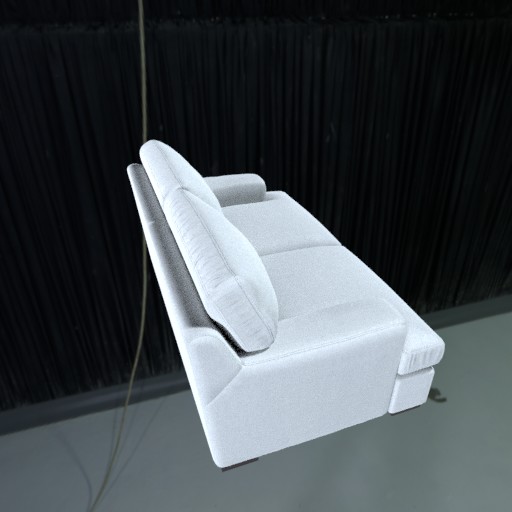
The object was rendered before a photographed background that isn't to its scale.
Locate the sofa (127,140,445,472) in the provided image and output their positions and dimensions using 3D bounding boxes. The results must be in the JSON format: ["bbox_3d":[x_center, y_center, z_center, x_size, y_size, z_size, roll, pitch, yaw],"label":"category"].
[{"bbox_3d":[0.000,0.000,2.475,1.143,0.940,1.880,-11,33,-17],"label":"sofa"}]
